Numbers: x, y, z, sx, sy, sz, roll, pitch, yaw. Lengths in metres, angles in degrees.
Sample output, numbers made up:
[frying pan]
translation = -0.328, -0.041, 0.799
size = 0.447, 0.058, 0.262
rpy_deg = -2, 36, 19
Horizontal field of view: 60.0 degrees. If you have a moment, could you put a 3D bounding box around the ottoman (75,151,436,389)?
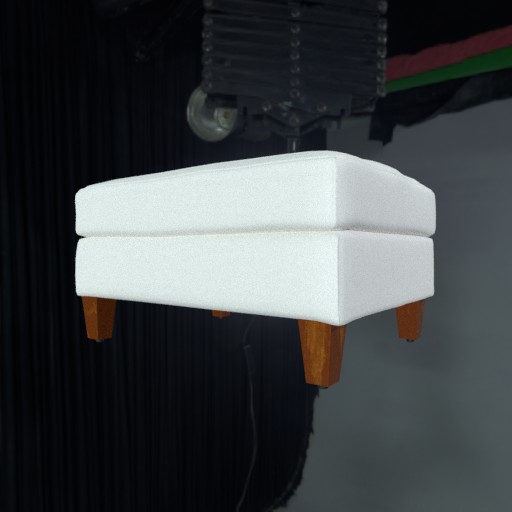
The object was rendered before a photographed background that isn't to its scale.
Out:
[ottoman]
translation = 0.000, 0.000, 1.235
size = 0.818, 0.479, 0.634
rpy_deg = 1, 1, 36
